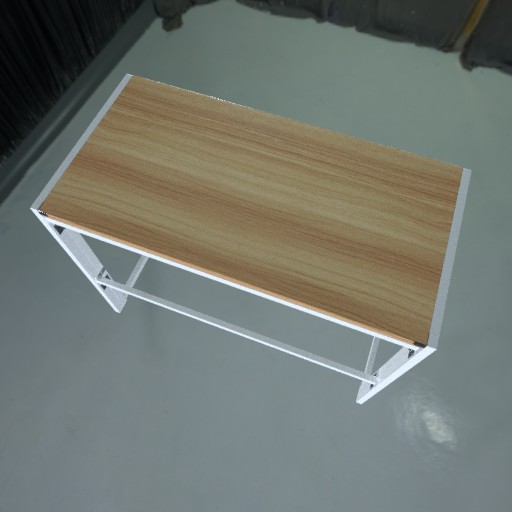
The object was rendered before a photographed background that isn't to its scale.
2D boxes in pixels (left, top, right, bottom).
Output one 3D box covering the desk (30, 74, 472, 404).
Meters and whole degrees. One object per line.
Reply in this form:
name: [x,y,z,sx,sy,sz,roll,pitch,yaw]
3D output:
desk: [0.000,0.000,1.468,1.016,0.762,0.508,19,65,9]
